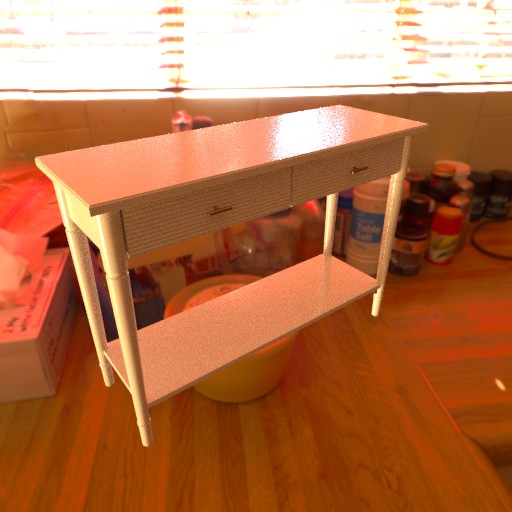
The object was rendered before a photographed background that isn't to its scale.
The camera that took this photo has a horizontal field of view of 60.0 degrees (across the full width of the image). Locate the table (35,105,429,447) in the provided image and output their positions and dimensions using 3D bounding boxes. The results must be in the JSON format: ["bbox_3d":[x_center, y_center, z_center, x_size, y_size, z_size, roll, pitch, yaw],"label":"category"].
[{"bbox_3d":[0.000,0.000,1.413,1.067,0.749,0.381,-21,36,-32],"label":"table"}]
